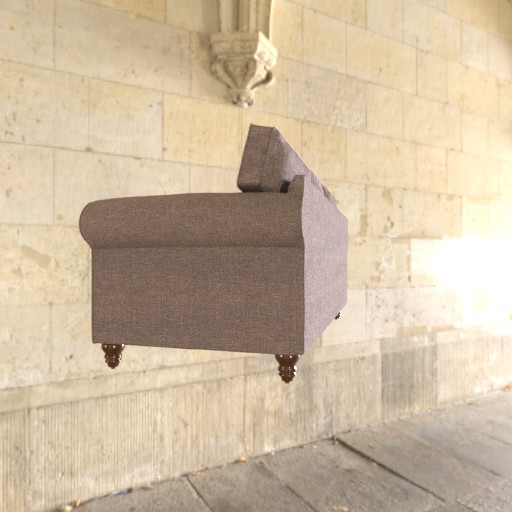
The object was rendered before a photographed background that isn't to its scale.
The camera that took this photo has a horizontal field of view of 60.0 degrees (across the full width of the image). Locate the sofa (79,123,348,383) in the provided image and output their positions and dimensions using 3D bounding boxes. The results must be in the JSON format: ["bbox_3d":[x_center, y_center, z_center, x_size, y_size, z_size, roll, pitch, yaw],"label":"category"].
[{"bbox_3d":[0.000,0.000,2.620,0.916,0.961,2.084,0,0,16],"label":"sofa"}]
